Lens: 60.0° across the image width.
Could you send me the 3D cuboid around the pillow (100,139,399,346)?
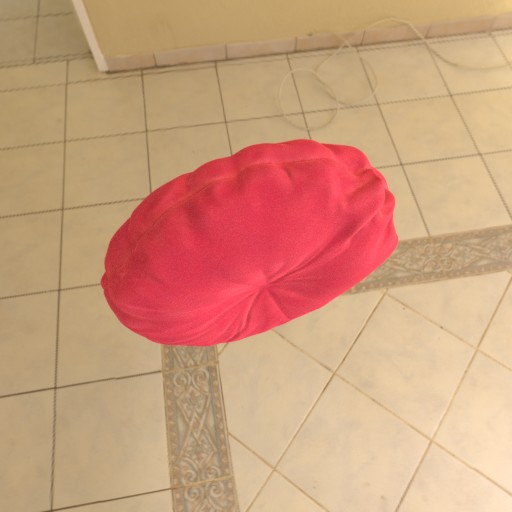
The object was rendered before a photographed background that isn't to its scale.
[{"bbox_3d":[0.000,0.000,0.638,0.428,0.407,0.148,-17,65,-8],"label":"pillow"}]
